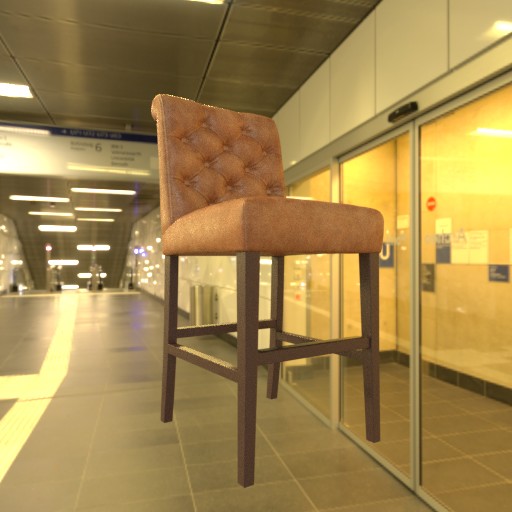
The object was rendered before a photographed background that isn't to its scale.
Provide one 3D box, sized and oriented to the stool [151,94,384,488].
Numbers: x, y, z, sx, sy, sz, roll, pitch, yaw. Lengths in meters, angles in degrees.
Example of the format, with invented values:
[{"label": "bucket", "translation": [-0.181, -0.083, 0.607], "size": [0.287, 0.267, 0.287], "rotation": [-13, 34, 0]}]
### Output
[{"label": "stool", "translation": [0.000, 0.000, 1.353], "size": [0.493, 1.047, 0.601], "rotation": [0, -1, -34]}]
